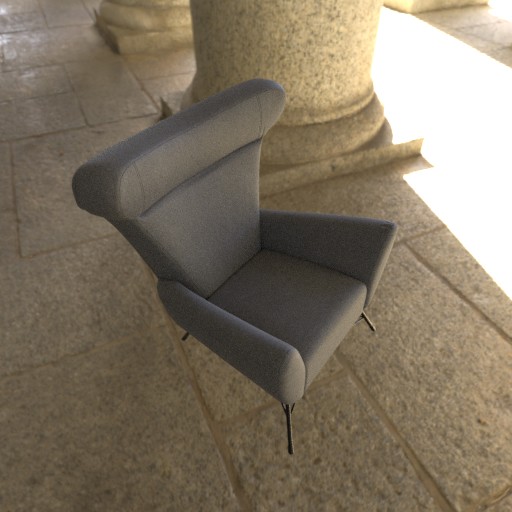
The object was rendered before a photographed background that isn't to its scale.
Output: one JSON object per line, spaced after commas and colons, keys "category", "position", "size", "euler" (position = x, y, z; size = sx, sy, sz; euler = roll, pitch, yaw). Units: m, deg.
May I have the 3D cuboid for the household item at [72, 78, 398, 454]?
{"category": "household item", "position": [0.000, 0.000, 1.786], "size": [0.900, 1.050, 0.980], "euler": [26, 48, 26]}
